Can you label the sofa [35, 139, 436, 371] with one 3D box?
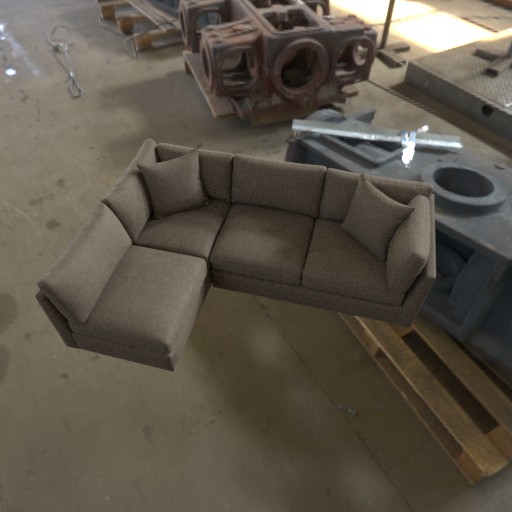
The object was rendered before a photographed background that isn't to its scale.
[{"bbox_3d":[0.000,0.000,3.824,2.896,0.978,1.994,11,48,10],"label":"sofa"}]
